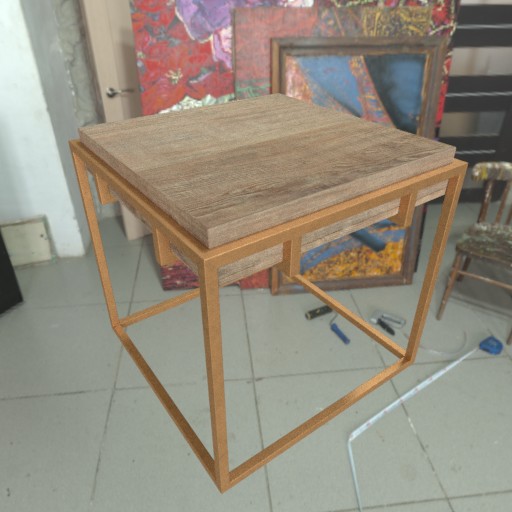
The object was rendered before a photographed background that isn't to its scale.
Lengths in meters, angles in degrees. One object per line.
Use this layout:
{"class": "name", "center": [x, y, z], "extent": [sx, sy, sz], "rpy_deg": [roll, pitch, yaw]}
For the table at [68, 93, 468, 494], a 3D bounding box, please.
{"class": "table", "center": [0.000, 0.000, 1.071], "extent": [0.599, 0.584, 0.599], "rpy_deg": [-21, 38, -29]}
